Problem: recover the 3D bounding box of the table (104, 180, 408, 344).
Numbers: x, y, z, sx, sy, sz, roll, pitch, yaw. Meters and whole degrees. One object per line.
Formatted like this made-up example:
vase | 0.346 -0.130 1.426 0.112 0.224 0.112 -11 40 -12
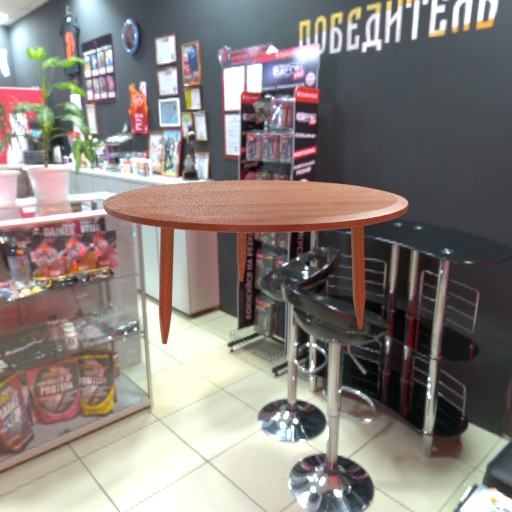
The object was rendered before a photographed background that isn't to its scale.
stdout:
table | 0.000 0.000 1.431 0.900 0.400 0.900 0 15 0
